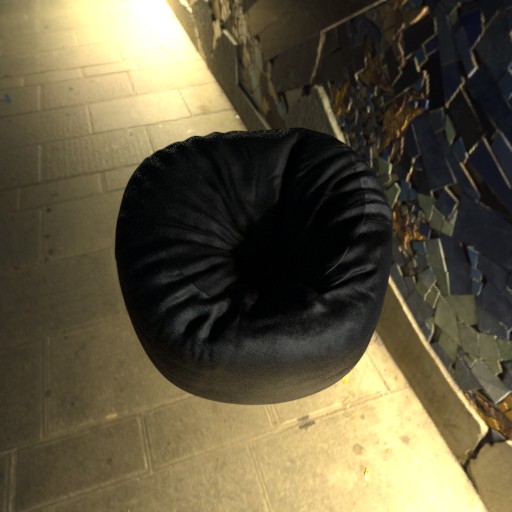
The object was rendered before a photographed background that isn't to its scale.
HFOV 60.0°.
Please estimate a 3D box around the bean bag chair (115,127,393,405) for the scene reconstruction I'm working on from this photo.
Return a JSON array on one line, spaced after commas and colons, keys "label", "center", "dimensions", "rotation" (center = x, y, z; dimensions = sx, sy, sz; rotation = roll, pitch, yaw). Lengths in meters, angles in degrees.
[{"label": "bean bag chair", "center": [0.000, 0.000, 2.444], "dimensions": [1.524, 0.878, 1.524], "rotation": [-3, 47, -2]}]
